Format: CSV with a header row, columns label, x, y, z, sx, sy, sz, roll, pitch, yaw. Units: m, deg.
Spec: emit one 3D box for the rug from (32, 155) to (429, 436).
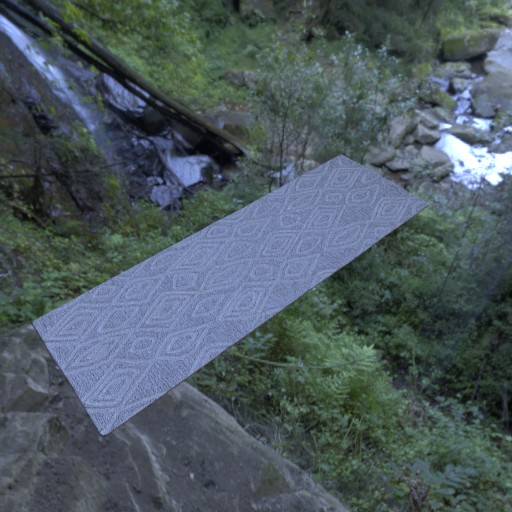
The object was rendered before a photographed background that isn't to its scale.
label,x,y,z,sx,sy,sz,roll,pitch,yaw
rug,0.000,0.000,2.671,2.436,0.013,0.807,-32,54,-27
